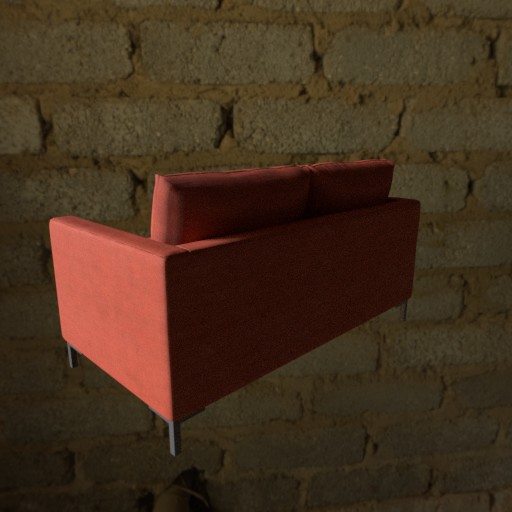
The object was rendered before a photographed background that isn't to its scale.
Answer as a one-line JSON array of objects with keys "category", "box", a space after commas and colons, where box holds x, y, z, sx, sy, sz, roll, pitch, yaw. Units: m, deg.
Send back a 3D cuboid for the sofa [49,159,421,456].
[{"category": "sofa", "box": [0.000, 0.000, 2.091, 1.574, 0.896, 0.864, -16, 22, -43]}]
